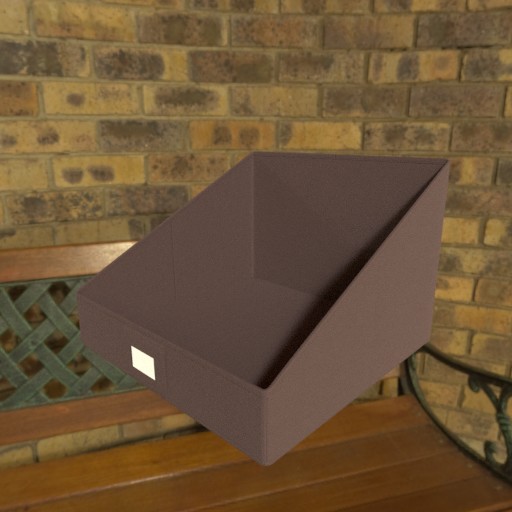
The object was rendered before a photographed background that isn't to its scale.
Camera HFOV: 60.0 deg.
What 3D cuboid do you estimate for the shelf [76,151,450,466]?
[{"bbox_3d":[0.000,0.000,0.489,0.292,0.210,0.292,14,21,42],"label":"shelf"}]
